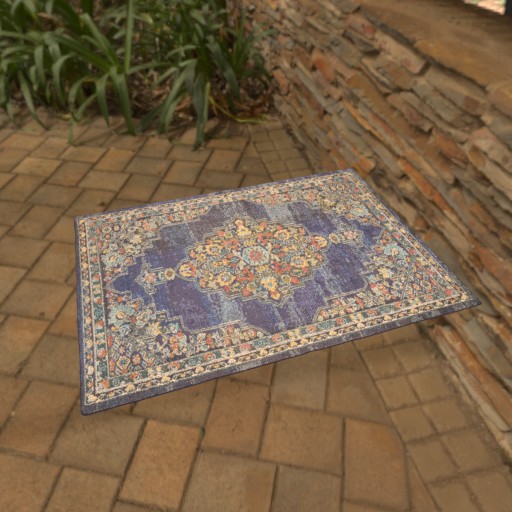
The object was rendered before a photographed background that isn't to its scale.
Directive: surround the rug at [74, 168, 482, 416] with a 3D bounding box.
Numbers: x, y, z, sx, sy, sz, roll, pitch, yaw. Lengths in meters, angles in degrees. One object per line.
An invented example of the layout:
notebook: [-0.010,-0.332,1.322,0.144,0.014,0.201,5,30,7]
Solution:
rug: [0.000,0.000,2.876,2.232,0.009,1.630,-12,43,-14]
